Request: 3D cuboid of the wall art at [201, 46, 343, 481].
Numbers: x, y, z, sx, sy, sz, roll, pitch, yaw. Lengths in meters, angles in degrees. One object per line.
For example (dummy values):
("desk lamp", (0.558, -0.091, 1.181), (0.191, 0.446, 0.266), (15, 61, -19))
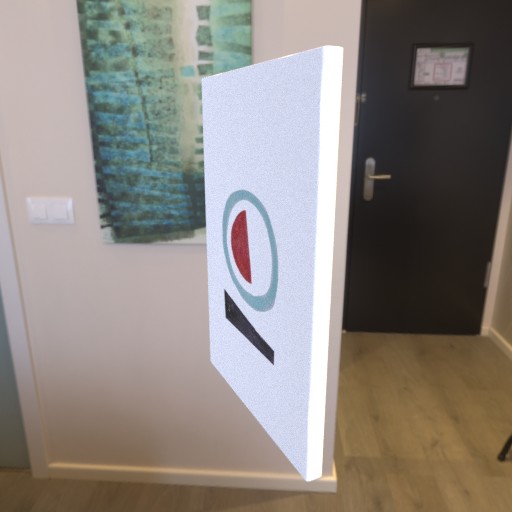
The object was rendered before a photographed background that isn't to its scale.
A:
("wall art", (0.000, 0.000, 1.138), (0.048, 0.902, 0.602), (-8, 18, -26))
